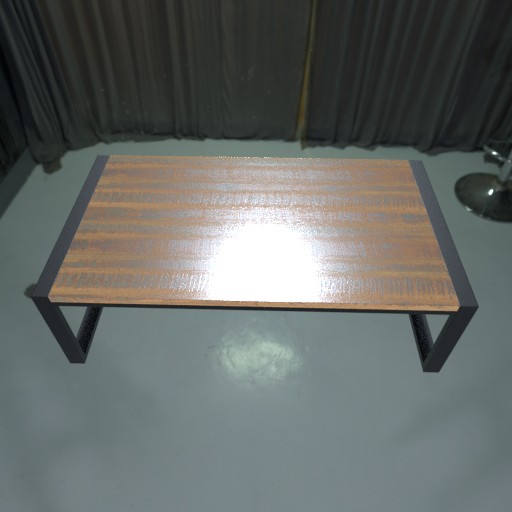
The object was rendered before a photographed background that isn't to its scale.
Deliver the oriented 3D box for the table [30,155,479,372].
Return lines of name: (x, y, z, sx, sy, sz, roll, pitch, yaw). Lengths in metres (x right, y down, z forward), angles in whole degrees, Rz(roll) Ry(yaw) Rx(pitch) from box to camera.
table: (0.000, 0.000, 1.733, 1.350, 0.400, 0.750, 1, 47, 1)
